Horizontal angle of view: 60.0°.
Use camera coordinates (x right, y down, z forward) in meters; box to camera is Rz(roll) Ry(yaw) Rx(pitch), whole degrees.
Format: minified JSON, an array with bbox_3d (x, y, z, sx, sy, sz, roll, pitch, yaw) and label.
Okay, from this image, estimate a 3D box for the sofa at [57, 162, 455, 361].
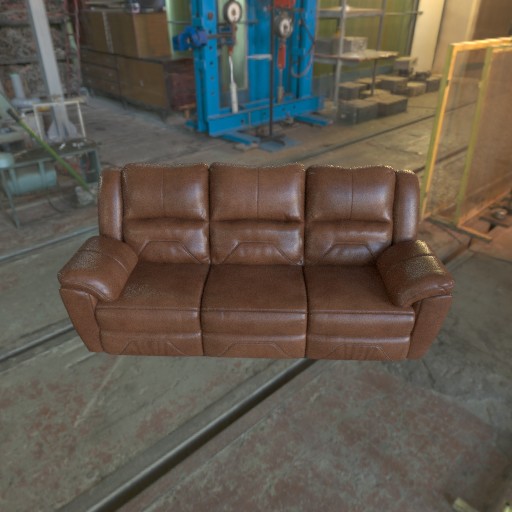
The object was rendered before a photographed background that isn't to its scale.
[{"bbox_3d":[0.000,0.000,2.982,2.337,1.043,0.991,1,31,1],"label":"sofa"}]
